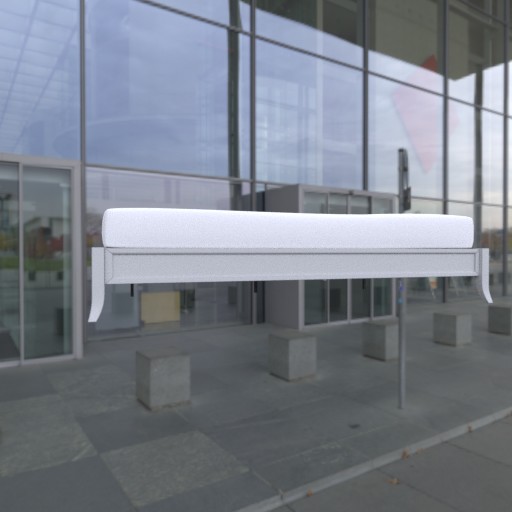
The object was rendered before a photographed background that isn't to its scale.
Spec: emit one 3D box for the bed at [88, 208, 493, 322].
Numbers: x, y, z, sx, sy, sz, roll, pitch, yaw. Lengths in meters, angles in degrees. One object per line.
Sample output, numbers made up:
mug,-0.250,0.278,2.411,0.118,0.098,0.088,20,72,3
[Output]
bed,0.000,0.000,3.077,2.108,0.510,2.007,0,1,-19
